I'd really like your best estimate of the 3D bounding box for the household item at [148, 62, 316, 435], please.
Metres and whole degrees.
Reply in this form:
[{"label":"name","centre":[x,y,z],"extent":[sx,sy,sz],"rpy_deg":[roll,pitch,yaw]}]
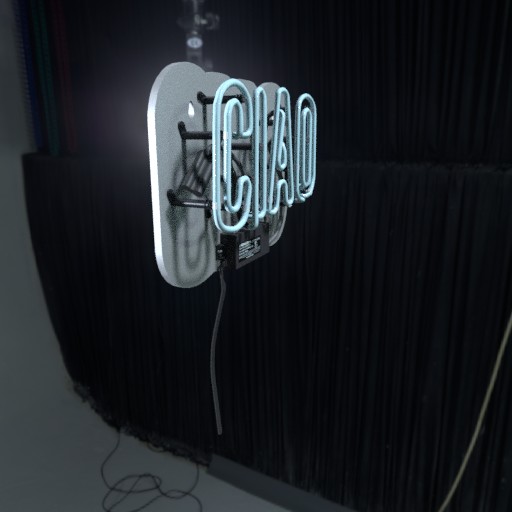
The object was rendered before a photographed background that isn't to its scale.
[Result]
[{"label":"household item","centre":[0.000,0.000,0.382],"extent":[0.042,0.294,0.211],"rpy_deg":[8,17,26]}]
